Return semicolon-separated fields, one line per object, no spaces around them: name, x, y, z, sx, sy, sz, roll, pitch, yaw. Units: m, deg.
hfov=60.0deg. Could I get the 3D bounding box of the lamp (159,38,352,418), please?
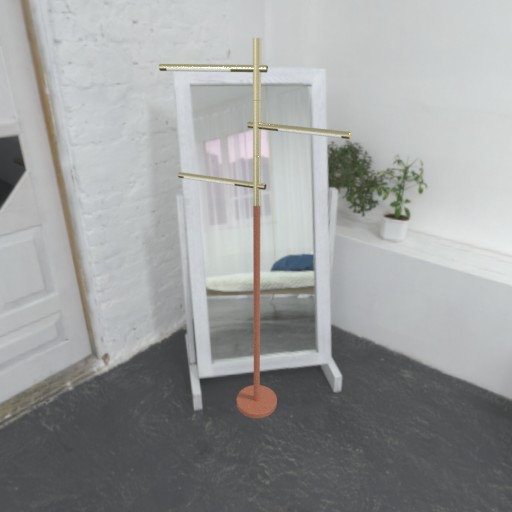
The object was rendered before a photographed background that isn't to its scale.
lamp;0.000;0.000;1.931;0.737;1.704;0.209;8;27;16
